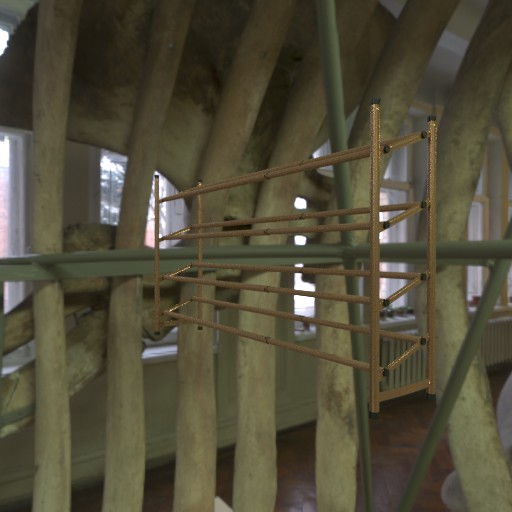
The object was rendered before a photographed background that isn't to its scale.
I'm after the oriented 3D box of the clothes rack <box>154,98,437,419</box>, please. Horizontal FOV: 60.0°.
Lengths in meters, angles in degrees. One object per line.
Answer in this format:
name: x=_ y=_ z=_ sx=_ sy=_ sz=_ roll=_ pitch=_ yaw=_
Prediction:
clothes rack: x=0.000 y=0.000 z=1.458 sx=0.229 sy=0.672 sz=1.168 roll=0 pitch=1 yaw=-36
